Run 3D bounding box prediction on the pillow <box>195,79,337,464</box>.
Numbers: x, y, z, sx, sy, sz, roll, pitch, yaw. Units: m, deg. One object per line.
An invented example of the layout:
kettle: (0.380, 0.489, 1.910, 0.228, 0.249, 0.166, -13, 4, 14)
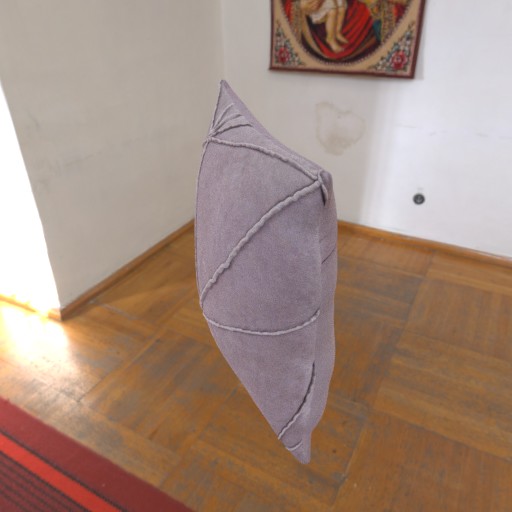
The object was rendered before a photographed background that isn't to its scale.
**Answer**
pillow: (0.000, 0.000, 0.678, 0.185, 0.440, 0.439, -9, 33, -14)
